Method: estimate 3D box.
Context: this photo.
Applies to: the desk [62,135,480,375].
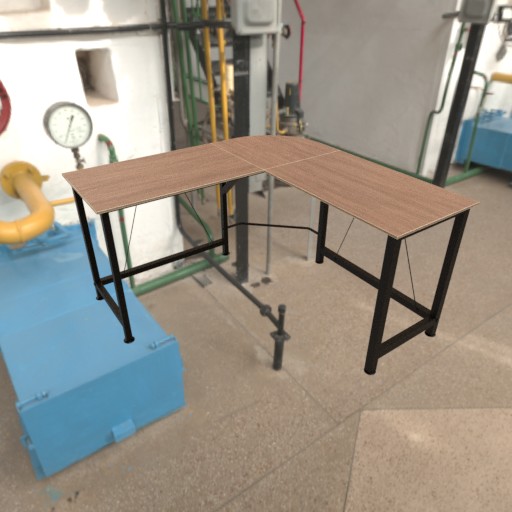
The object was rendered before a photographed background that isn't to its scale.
[{"bbox_3d":[0.000,0.000,2.276,1.400,0.762,1.400,-20,37,-29],"label":"desk"}]
